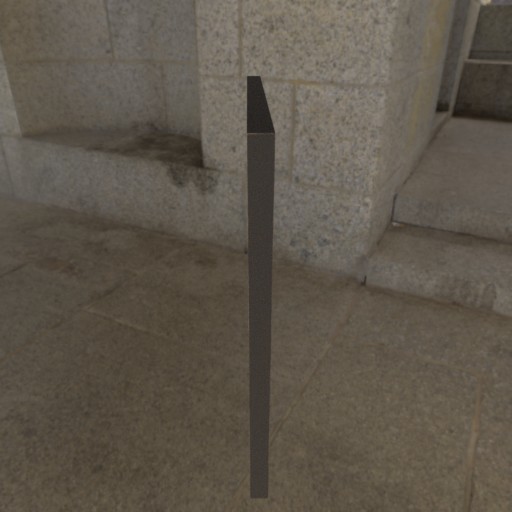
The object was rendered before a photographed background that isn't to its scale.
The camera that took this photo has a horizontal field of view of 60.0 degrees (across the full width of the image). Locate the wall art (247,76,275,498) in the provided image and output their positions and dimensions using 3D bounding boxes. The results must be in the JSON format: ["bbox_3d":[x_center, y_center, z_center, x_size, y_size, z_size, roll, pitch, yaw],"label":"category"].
[{"bbox_3d":[0.000,0.000,1.101,0.038,0.762,0.762,0,27,-1],"label":"wall art"}]
